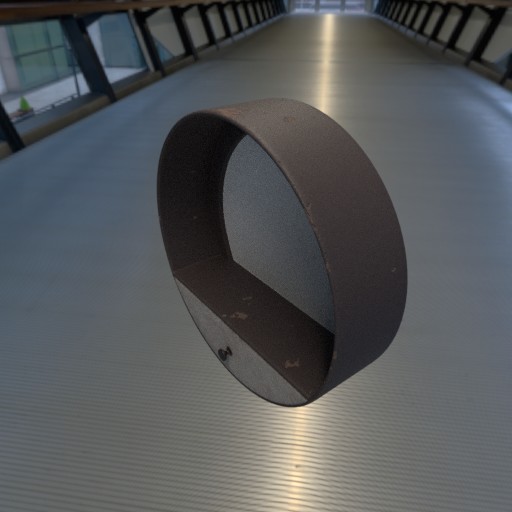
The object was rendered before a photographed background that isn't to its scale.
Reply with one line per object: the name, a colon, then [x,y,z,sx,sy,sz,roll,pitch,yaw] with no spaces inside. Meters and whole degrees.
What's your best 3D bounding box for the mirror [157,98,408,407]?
mirror: [0.000,0.000,0.590,0.126,0.386,0.386,-22,38,-31]
